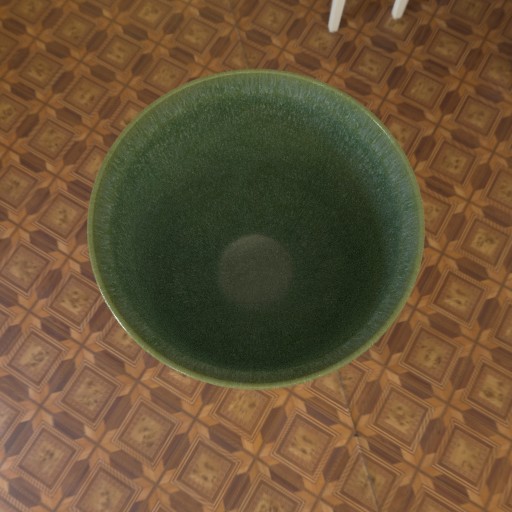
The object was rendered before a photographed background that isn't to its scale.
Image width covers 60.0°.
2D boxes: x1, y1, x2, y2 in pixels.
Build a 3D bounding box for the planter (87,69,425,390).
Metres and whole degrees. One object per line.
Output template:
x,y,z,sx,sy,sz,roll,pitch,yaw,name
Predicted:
0.000,0.000,0.479,0.266,0.270,0.266,0,76,0,planter
